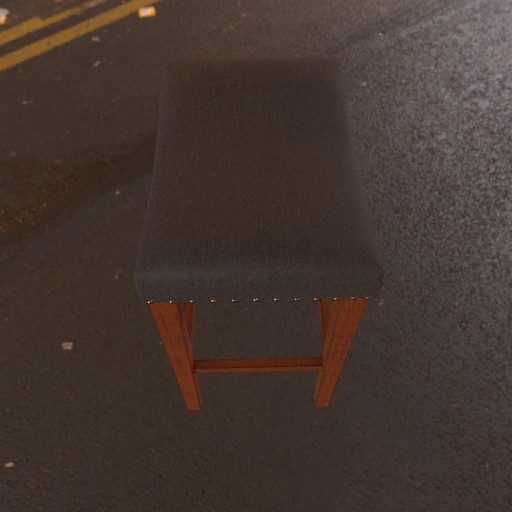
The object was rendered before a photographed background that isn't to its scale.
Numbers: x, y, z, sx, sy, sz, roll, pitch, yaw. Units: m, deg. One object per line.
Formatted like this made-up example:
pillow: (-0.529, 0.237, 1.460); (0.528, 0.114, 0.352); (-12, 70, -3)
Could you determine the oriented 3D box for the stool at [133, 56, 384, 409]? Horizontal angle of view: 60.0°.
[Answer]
stool: (0.000, 0.000, 0.866); (0.320, 0.612, 0.439); (-1, 58, -1)
